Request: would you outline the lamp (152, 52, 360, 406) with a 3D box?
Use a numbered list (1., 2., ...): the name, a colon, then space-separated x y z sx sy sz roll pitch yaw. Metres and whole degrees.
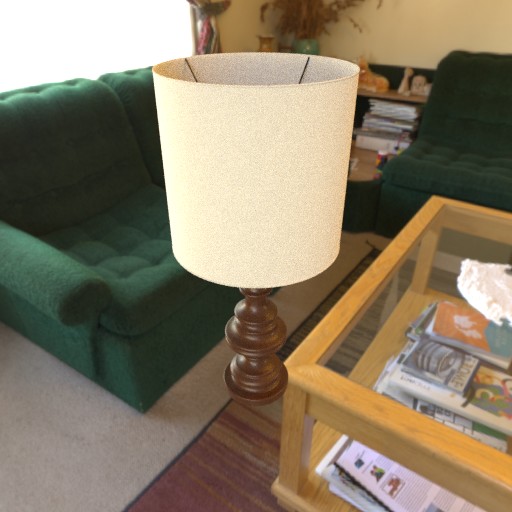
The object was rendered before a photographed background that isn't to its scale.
1. lamp: 0.000 0.000 0.572 0.208 0.455 0.208 9 33 15
